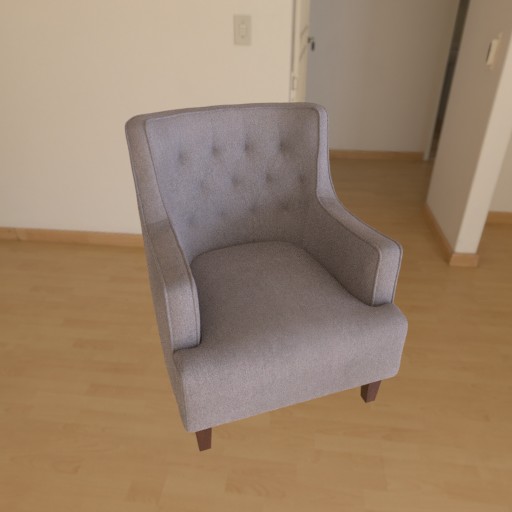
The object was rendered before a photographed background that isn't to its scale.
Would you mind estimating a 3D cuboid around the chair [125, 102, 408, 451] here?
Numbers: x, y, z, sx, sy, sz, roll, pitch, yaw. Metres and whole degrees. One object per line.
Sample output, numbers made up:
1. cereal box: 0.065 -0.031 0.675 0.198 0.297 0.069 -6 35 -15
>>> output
1. chair: 0.000 0.000 1.624 0.781 0.919 0.910 -10 32 -16
